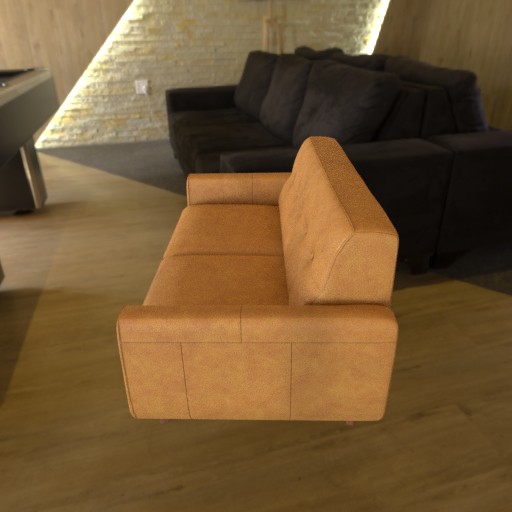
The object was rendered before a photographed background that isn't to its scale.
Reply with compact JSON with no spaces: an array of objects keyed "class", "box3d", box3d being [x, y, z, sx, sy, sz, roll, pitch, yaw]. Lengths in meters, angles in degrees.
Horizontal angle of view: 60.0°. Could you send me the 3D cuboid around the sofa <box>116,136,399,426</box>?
[{"class":"sofa","box3d":[0.000,0.000,2.226,0.952,0.925,1.651,0,27,1]}]
